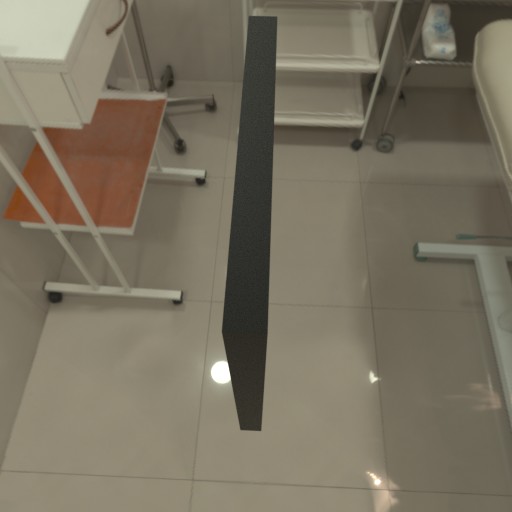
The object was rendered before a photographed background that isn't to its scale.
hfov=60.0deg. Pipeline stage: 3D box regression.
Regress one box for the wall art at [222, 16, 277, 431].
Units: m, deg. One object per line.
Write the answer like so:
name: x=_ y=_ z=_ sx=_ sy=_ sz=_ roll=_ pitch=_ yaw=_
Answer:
wall art: x=0.000 y=0.000 z=0.522 sx=0.029 sy=0.381 sz=0.330 roll=2 pitch=60 yaw=1
